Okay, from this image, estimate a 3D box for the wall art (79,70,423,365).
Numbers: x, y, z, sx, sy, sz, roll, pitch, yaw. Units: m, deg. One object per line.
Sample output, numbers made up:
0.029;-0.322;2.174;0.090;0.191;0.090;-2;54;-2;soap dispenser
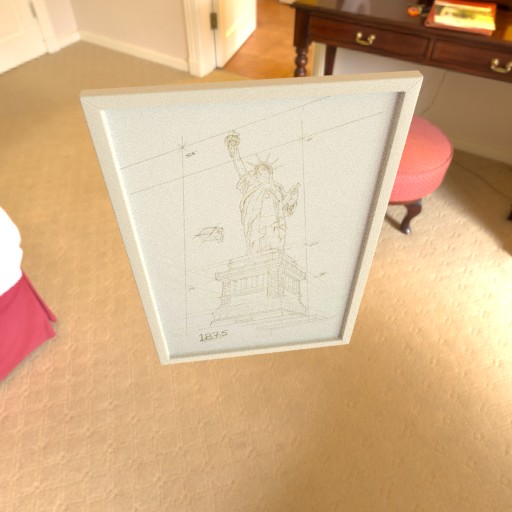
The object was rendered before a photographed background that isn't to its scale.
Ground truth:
0.000;0.000;1.470;0.808;1.183;0.038;-5;47;-5;wall art
